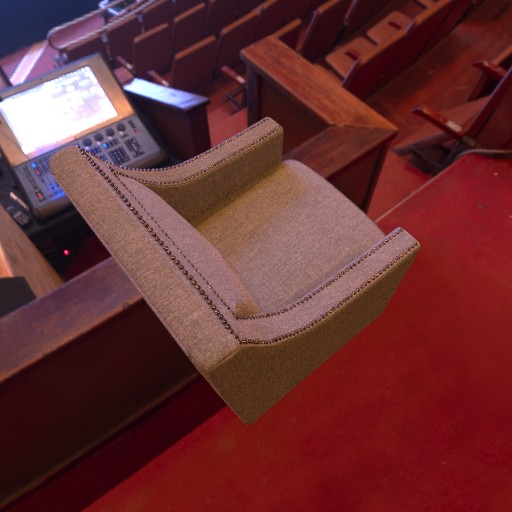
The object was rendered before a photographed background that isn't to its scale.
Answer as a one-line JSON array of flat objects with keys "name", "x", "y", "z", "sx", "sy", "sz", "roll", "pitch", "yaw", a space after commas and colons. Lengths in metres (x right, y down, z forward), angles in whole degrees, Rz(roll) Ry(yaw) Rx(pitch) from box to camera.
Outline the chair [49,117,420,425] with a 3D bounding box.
[{"name": "chair", "x": 0.000, "y": 0.000, "z": 1.598, "sx": 0.884, "sy": 0.967, "sz": 0.776, "roll": -35, "pitch": 65, "yaw": -19}]
